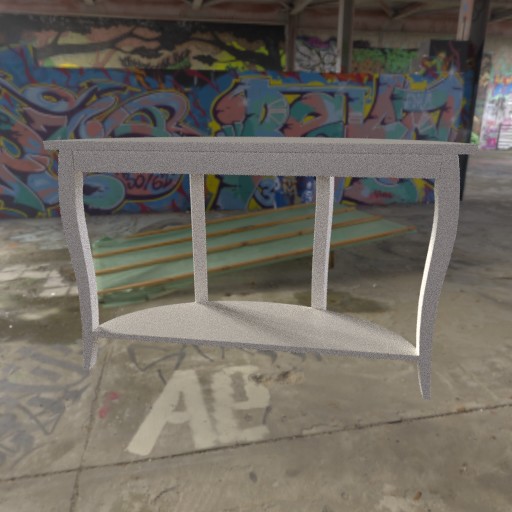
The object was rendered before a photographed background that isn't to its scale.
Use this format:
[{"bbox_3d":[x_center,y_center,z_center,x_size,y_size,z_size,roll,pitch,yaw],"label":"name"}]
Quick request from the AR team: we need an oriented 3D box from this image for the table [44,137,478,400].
[{"bbox_3d":[0.000,0.000,1.532,1.219,0.780,0.394,3,18,8],"label":"table"}]
